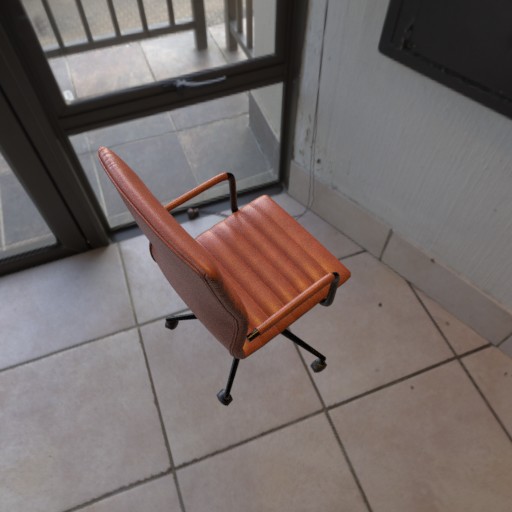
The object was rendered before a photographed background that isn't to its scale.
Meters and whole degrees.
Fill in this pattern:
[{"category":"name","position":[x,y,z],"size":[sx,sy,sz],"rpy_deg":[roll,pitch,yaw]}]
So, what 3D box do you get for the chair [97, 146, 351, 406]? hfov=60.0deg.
[{"category":"chair","position":[0.000,0.000,1.292],"size":[0.578,0.878,0.600],"rpy_deg":[-34,63,-20]}]
